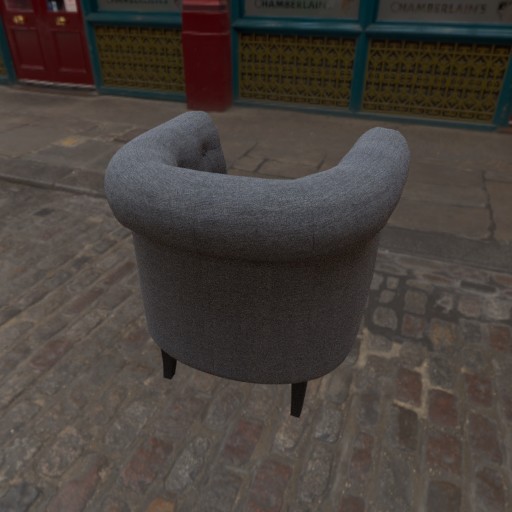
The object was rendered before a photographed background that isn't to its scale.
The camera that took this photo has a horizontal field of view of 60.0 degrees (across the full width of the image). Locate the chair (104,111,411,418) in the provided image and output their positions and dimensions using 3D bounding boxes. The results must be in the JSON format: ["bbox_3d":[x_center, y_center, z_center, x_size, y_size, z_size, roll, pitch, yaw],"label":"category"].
[{"bbox_3d":[0.000,0.000,1.558,0.905,0.827,0.852,11,32,17],"label":"chair"}]
